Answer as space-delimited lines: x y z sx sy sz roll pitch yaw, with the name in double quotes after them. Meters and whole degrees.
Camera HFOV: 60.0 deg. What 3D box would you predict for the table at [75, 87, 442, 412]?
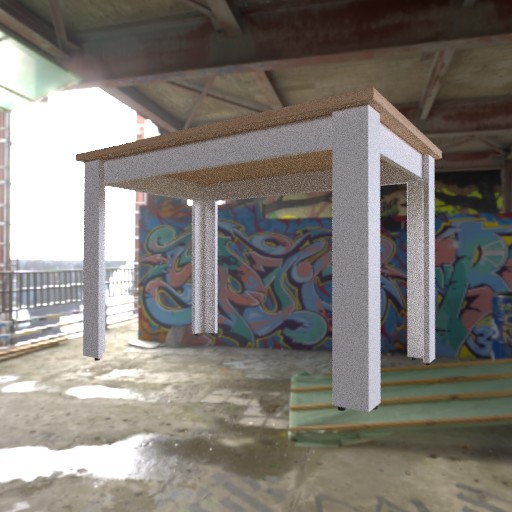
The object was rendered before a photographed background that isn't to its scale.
0.000 0.000 1.570 1.100 0.734 0.700 0 -1 34 "table"
